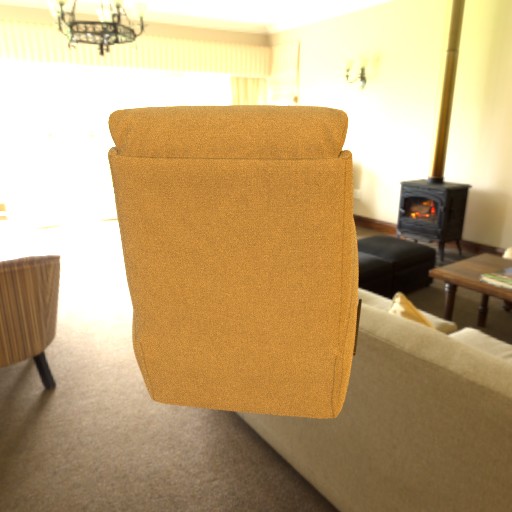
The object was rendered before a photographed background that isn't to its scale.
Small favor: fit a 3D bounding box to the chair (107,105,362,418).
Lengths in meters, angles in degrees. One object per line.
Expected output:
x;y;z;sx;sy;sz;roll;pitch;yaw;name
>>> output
0.000;0.000;1.613;0.812;1.015;0.941;2;17;8;chair
